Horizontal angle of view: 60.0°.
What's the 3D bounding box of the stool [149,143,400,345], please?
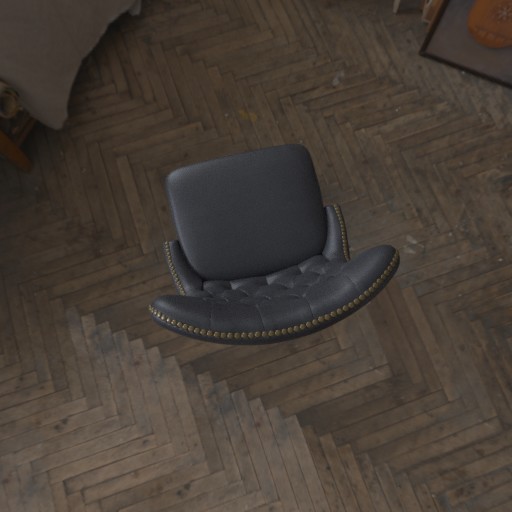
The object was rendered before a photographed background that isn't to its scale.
[{"bbox_3d":[0.000,0.000,1.404,0.528,1.050,0.601,-13,76,-3],"label":"stool"}]
